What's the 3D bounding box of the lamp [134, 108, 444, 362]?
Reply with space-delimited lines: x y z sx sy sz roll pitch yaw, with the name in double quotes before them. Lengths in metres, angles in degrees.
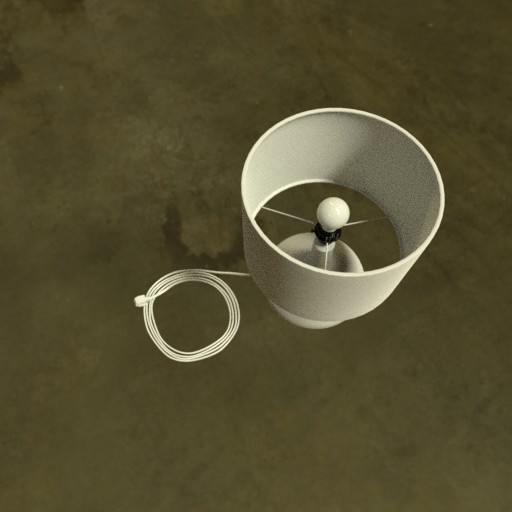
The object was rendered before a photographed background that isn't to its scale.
"lamp" 0.000 0.000 0.868 0.546 0.457 0.401 15 65 7
